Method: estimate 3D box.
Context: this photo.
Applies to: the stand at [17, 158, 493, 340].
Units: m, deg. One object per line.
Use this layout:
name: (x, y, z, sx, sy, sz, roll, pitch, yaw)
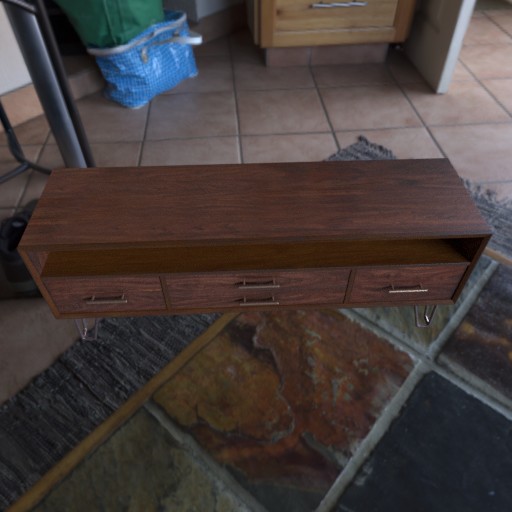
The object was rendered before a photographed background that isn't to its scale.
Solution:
stand: (0.000, 0.000, 1.883, 1.626, 0.610, 0.481, -2, 47, -2)
